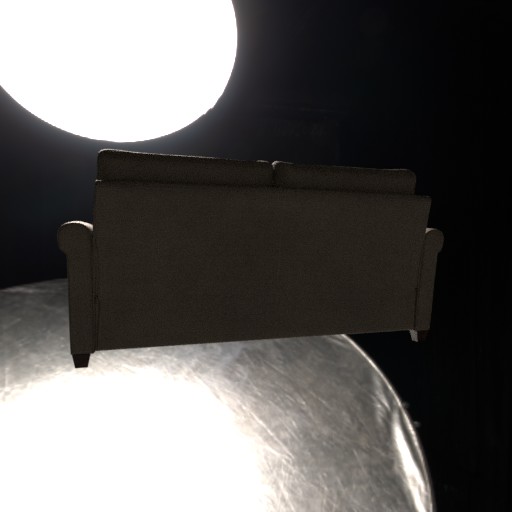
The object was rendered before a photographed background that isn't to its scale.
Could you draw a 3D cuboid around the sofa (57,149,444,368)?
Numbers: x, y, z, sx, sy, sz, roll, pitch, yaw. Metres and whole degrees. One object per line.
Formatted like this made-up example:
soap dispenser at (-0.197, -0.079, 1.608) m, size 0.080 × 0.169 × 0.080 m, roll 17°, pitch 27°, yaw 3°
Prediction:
sofa at (0.000, 0.000, 2.414) m, size 1.935 × 0.942 × 0.842 m, roll 0°, pitch 1°, yaw -19°
